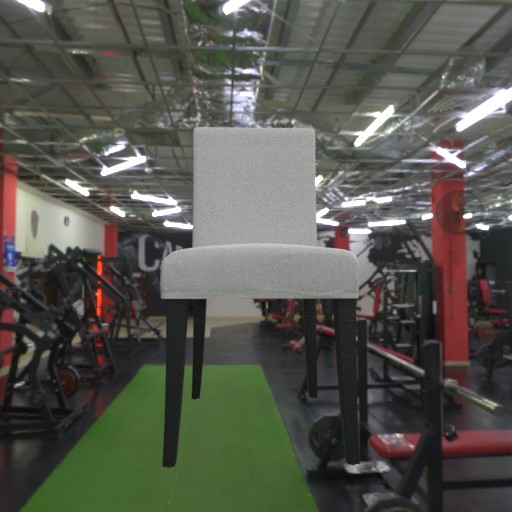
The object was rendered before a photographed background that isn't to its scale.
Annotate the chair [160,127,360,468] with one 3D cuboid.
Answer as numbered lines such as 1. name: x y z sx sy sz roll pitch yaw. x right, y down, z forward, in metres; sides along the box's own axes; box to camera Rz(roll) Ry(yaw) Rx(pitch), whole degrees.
1. chair: 0.000 0.000 1.341 0.452 0.976 0.708 0 -2 -2
